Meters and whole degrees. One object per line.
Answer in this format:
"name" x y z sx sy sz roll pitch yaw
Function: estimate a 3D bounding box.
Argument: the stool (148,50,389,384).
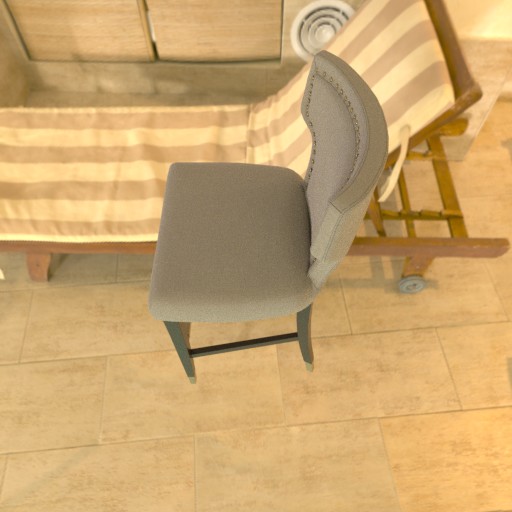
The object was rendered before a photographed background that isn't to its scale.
"stool" 0.000 0.000 1.397 0.563 1.092 0.526 0 57 0
